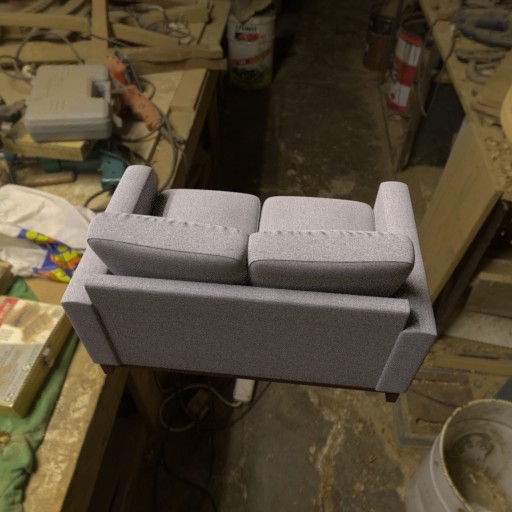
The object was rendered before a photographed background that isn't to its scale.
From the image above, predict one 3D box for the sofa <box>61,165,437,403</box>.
[{"bbox_3d":[0.000,0.000,2.058,1.420,0.873,0.917,4,48,4],"label":"sofa"}]
